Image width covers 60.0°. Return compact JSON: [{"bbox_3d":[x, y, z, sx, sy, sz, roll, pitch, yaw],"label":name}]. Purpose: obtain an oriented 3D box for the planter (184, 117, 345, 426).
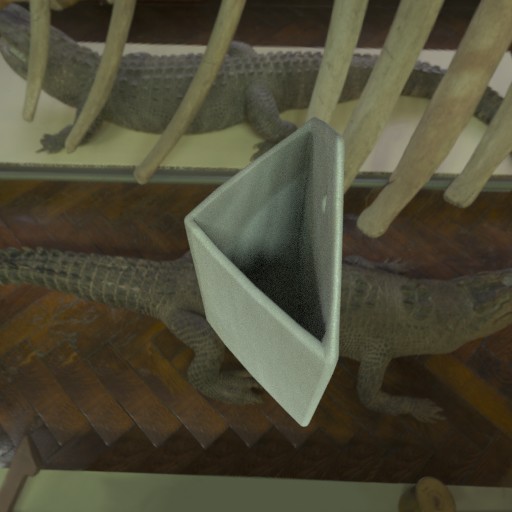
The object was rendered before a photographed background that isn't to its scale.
[{"bbox_3d":[0.000,0.000,0.275,0.080,0.194,0.163,1,58,1],"label":"planter"}]
